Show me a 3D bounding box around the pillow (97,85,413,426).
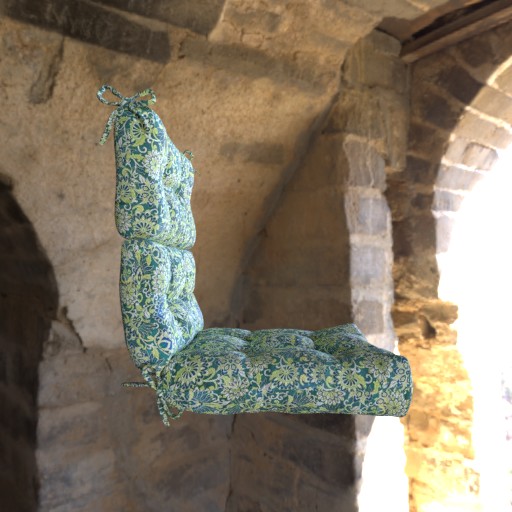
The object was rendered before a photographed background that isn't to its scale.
[{"bbox_3d":[0.000,0.000,1.011,0.571,0.605,0.519,0,-2,1],"label":"pillow"}]
